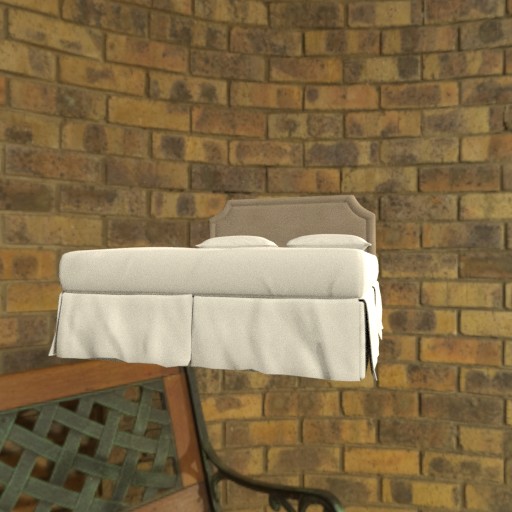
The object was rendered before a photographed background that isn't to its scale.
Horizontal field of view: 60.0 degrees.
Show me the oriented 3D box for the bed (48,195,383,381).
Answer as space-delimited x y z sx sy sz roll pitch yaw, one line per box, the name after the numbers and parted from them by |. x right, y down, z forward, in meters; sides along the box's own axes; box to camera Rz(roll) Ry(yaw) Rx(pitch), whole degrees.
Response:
0.000 0.000 3.620 1.977 1.293 2.498 0 -1 17 | bed
